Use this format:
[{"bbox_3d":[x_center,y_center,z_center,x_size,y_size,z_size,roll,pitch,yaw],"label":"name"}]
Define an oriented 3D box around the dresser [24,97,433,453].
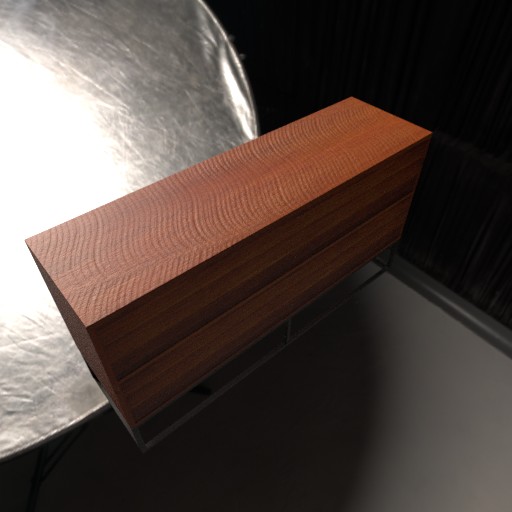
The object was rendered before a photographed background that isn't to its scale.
[{"bbox_3d":[0.000,0.000,1.898,1.536,0.810,0.464,-31,52,-28],"label":"dresser"}]
